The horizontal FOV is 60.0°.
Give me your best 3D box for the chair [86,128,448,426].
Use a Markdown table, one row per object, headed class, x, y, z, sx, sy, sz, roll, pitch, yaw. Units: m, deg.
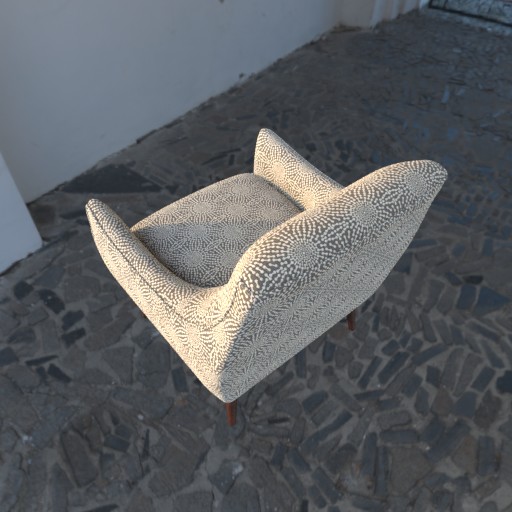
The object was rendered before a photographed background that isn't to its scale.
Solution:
| class | x | y | z | sx | sy | sz | roll | pitch | yaw |
| --- | --- | --- | --- | --- | --- | --- | --- | --- | --- |
| chair | 0.000 | 0.000 | 1.431 | 0.762 | 0.838 | 0.787 | -31 | 53 | -26 |
